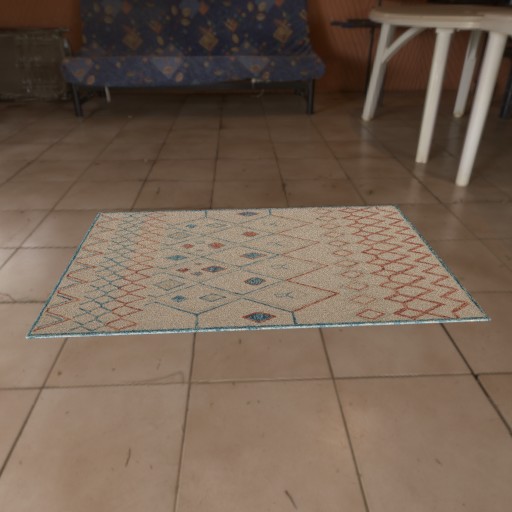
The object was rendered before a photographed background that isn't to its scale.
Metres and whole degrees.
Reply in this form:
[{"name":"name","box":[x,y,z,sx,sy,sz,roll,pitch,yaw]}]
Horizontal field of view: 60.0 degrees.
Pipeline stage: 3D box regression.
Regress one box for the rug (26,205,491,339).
[{"name":"rug","box":[0.000,0.000,2.971,2.438,0.015,1.524,-2,30,-3]}]
